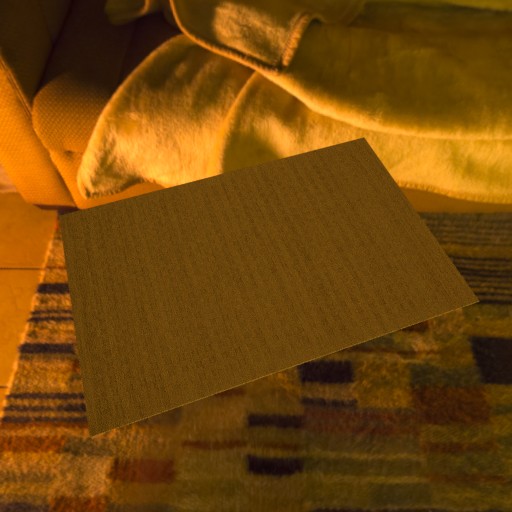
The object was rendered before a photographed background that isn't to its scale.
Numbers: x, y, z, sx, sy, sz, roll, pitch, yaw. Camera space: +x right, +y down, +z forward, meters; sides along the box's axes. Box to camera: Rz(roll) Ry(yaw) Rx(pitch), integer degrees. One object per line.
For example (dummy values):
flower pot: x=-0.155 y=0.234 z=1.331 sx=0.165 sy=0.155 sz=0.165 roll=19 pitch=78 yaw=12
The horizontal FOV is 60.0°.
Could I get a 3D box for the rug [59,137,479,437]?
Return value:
rug: x=0.000 y=0.000 z=2.152 sx=1.752 sy=0.006 sz=1.142 roll=-17 pitch=58 yaw=-10
